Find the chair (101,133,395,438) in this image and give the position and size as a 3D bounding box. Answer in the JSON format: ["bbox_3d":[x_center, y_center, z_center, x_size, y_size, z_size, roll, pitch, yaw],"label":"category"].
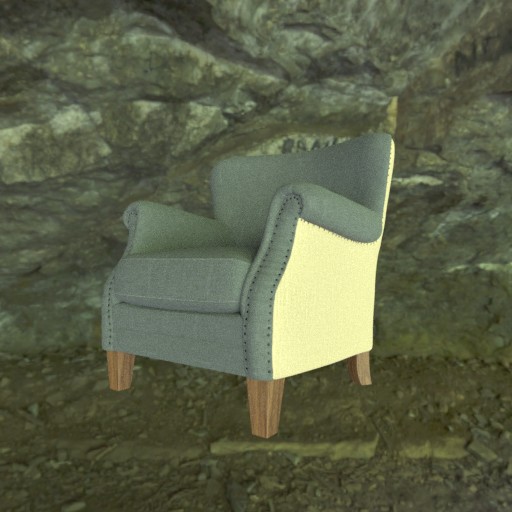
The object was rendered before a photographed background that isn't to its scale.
[{"bbox_3d":[0.000,0.000,1.649,0.861,0.936,0.921,0,-1,36],"label":"chair"}]
